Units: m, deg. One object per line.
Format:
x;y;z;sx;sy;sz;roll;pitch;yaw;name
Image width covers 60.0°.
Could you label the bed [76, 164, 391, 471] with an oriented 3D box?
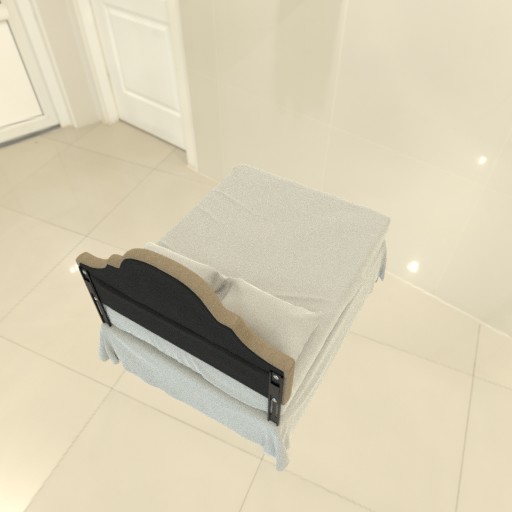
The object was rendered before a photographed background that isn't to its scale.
0.000;0.000;3.476;1.780;1.634;2.222;24;52;21;bed
